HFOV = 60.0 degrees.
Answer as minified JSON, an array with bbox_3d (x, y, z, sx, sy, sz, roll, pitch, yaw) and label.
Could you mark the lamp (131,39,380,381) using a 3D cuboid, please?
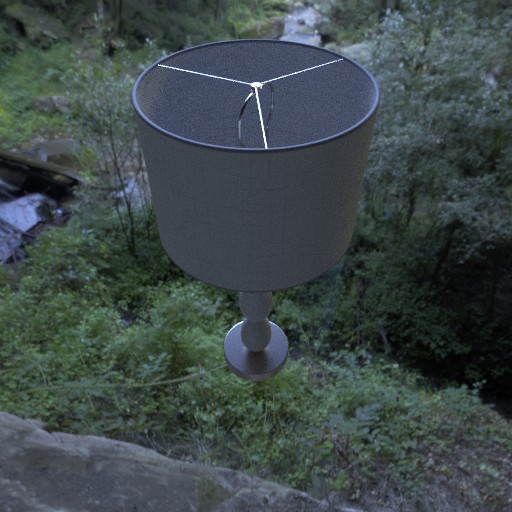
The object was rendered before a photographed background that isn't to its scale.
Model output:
[{"bbox_3d":[0.000,0.000,0.704,0.280,0.559,0.282,19,48,17],"label":"lamp"}]
